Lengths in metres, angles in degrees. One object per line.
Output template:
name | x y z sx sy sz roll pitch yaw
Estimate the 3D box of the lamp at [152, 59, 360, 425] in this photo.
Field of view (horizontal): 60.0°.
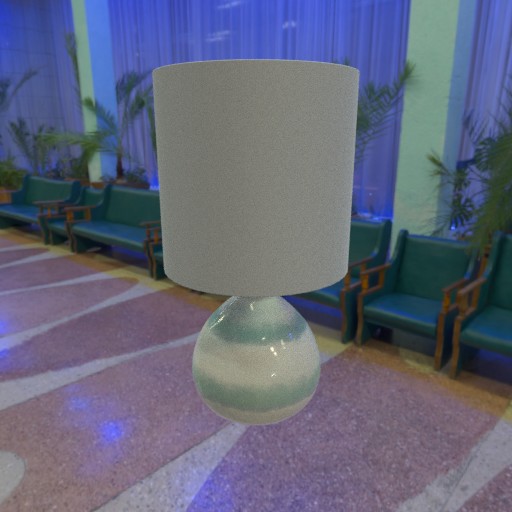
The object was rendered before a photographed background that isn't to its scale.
lamp | 0.000 0.000 0.530 0.217 0.404 0.217 15 22 42
